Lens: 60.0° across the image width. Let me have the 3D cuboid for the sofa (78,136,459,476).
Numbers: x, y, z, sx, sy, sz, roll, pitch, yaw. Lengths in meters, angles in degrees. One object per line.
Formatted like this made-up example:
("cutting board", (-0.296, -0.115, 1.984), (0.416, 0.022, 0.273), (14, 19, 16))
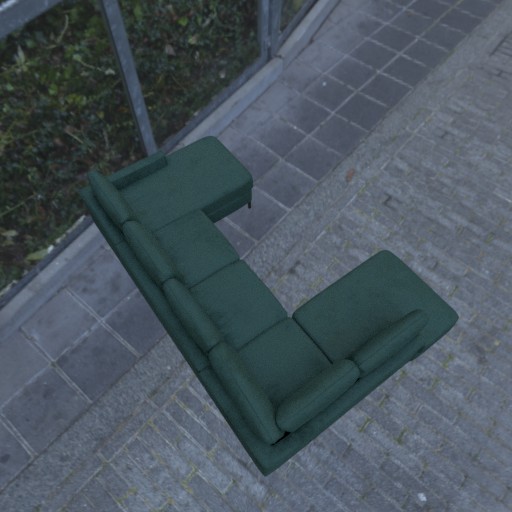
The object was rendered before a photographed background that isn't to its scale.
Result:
("sofa", (0.000, 0.000, 3.964), (1.992, 0.861, 2.994), (-32, 63, -18))
